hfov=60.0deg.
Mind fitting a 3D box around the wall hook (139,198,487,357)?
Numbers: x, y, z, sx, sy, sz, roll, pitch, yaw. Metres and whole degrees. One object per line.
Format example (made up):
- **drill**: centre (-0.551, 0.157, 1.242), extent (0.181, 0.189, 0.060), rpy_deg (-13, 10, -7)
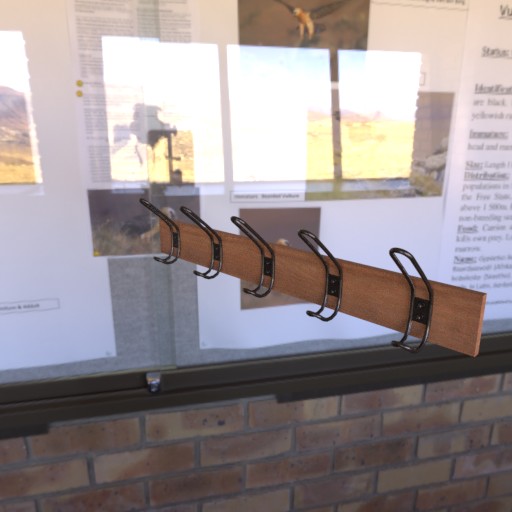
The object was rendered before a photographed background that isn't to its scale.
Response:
- **wall hook**: centre (0.000, 0.000, 0.592), extent (0.076, 0.116, 0.554), rpy_deg (-15, 21, -43)
